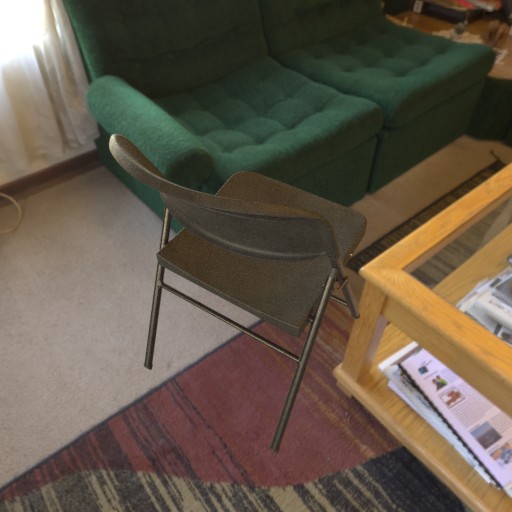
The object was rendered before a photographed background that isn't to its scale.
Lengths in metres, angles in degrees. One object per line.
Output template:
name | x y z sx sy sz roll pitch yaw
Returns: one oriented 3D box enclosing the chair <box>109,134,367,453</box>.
chair | 0.000 0.000 1.162 0.494 0.810 0.566 25 51 22
